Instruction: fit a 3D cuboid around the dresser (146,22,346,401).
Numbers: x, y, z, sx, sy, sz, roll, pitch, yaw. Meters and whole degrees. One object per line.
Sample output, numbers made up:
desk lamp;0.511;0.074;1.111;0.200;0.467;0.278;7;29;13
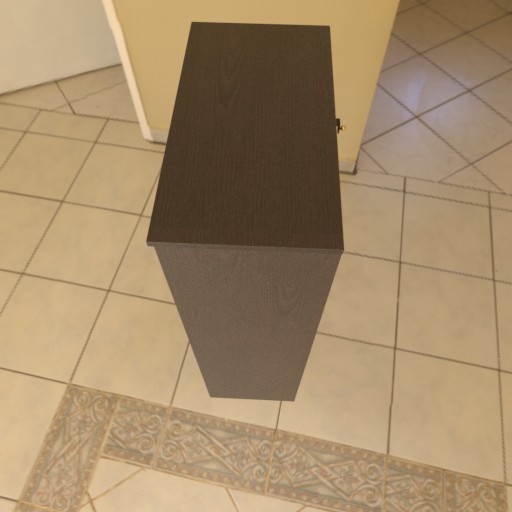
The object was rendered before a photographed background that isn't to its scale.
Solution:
dresser;0.000;0.000;1.546;0.418;1.254;0.704;2;59;1
